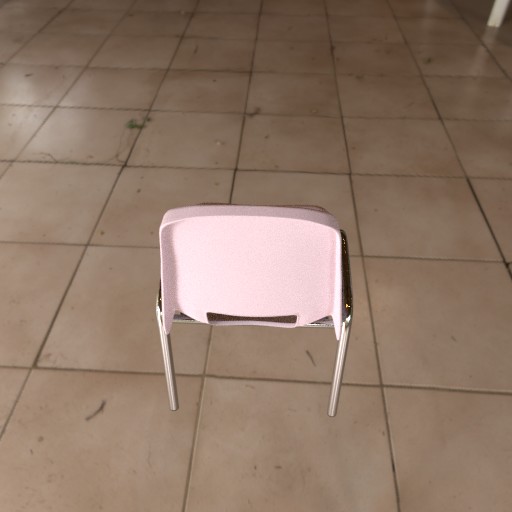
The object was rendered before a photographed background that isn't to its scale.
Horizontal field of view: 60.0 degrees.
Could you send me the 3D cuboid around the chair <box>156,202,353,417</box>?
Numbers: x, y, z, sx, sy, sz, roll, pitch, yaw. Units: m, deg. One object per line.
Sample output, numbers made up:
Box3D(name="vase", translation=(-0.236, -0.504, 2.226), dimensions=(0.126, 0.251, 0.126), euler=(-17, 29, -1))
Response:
Box3D(name="chair", translation=(0.000, 0.000, 0.795), dimensions=(0.354, 0.536, 0.385), euler=(2, 46, 2))
